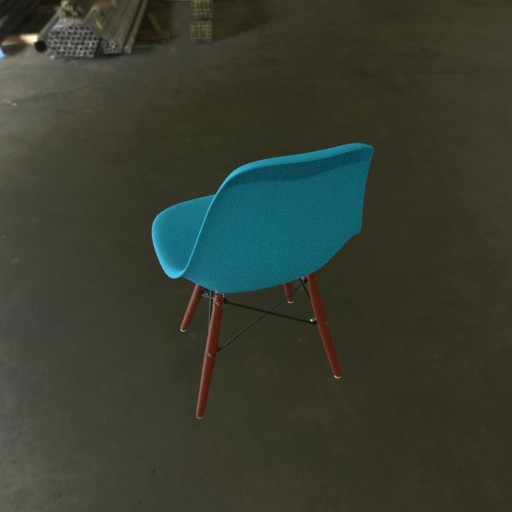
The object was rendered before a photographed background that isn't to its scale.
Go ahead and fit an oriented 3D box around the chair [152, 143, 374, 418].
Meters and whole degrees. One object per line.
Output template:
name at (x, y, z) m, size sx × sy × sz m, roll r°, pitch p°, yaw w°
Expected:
chair at (0.000, 0.000, 1.104) m, size 0.470 × 0.826 × 0.533 m, roll -13°, pitch 43°, yaw -15°
